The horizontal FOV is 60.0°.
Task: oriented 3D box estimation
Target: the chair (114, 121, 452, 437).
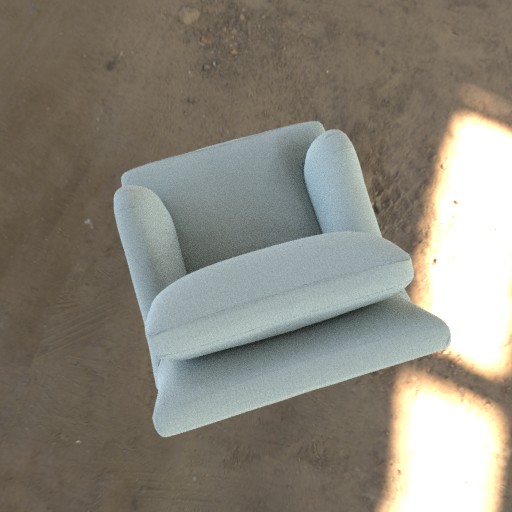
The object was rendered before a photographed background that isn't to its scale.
[{"bbox_3d":[0.000,0.000,1.805,0.955,1.038,1.070,-16,76,-4],"label":"chair"}]
